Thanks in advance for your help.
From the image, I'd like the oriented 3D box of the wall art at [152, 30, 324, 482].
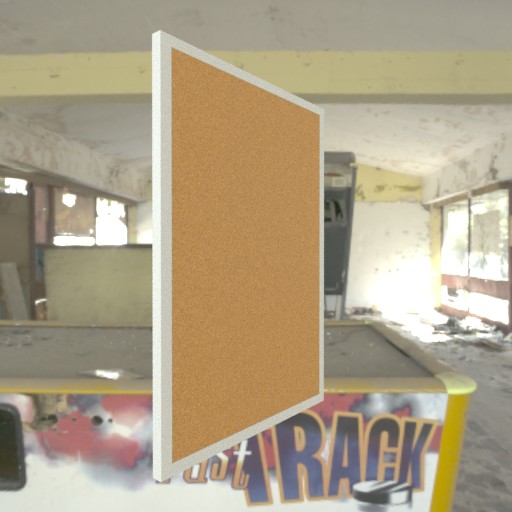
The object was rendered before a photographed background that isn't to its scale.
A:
[{"bbox_3d":[0.000,0.000,0.545,0.013,0.433,0.303,0,1,39],"label":"wall art"}]
